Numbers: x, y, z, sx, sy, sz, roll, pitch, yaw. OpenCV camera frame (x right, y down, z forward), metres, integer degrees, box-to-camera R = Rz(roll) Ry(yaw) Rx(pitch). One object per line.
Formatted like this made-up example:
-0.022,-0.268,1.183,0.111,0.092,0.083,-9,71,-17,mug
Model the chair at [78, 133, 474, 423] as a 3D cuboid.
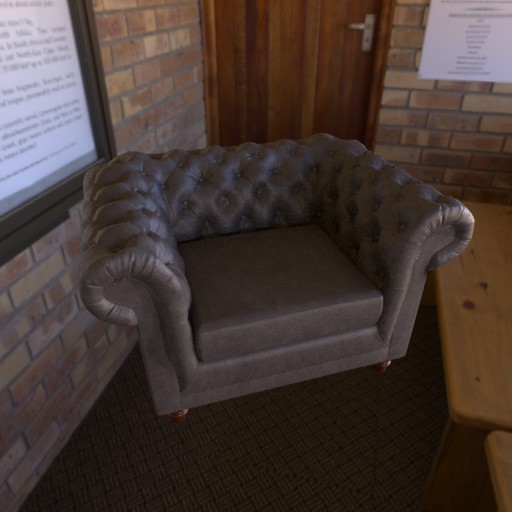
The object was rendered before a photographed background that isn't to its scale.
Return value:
0.000,0.000,1.862,1.298,0.780,0.943,-9,32,-15,chair
